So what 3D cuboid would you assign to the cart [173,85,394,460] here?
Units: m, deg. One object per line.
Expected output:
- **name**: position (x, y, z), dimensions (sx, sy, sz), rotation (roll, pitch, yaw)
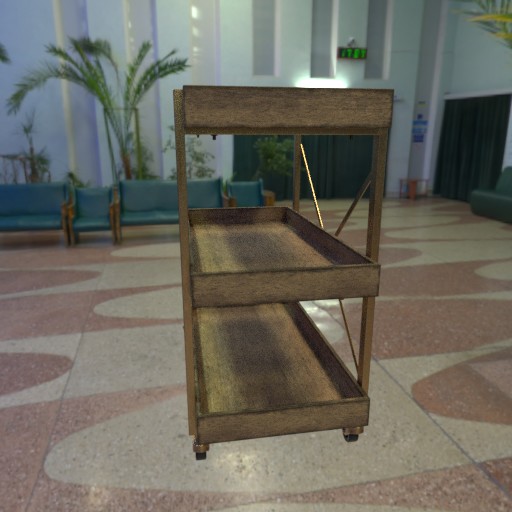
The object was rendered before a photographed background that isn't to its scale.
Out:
- **cart**: position (0.000, 0.000, 1.215), dimensions (0.416, 0.799, 0.750), rotation (-3, 16, -9)
